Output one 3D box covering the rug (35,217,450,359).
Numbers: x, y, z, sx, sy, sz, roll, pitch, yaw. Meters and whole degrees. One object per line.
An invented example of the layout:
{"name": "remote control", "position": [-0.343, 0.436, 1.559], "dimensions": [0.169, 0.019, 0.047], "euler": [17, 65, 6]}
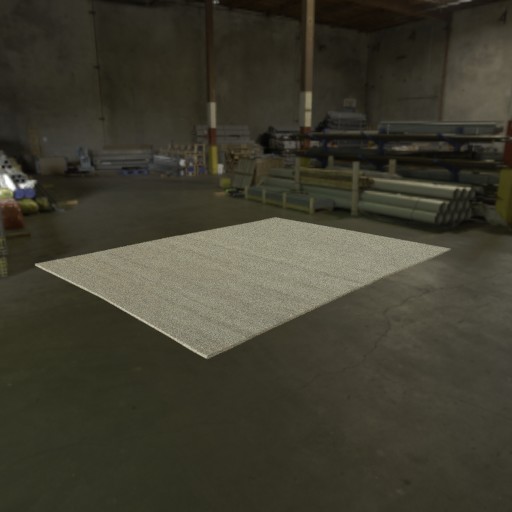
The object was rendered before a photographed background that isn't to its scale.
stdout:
{"name": "rug", "position": [0.000, 0.000, 4.811], "dimensions": [3.626, 0.051, 2.757], "euler": [-15, 21, -43]}
